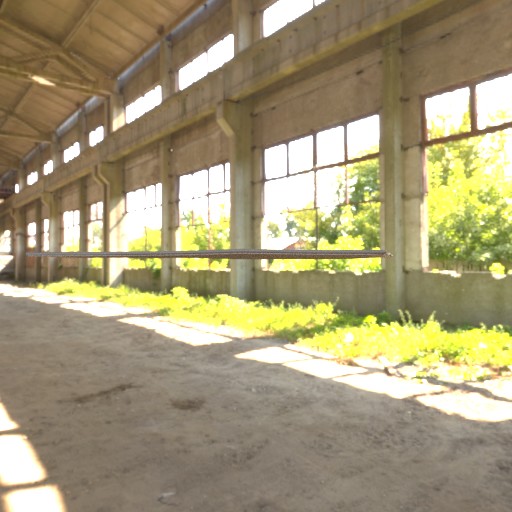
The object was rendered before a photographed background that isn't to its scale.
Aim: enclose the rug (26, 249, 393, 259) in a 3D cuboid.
[{"bbox_3d":[0.000,0.000,4.113,2.399,0.054,3.011,0,-1,18],"label":"rug"}]
